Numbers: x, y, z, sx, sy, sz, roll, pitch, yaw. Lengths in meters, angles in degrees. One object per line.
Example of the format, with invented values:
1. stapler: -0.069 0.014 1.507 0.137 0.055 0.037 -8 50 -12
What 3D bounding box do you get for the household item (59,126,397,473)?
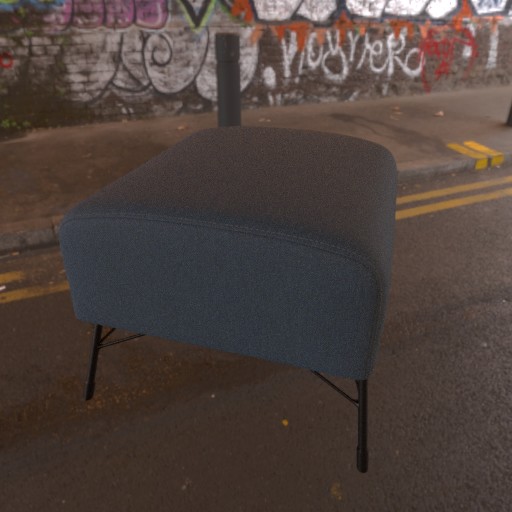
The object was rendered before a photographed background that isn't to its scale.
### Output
1. household item: 0.000 0.000 0.884 0.530 0.420 0.530 9 31 14
